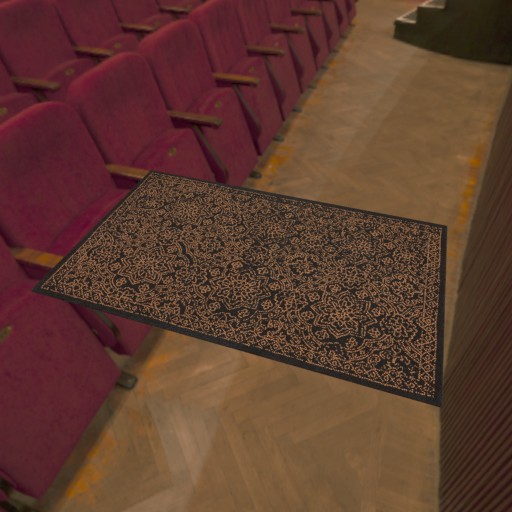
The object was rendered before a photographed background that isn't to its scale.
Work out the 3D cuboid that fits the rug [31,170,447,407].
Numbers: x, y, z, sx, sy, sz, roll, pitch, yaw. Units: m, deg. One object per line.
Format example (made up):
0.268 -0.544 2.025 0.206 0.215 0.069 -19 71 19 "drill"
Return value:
0.000 0.000 3.000 2.441 0.015 1.526 13 43 14 "rug"
